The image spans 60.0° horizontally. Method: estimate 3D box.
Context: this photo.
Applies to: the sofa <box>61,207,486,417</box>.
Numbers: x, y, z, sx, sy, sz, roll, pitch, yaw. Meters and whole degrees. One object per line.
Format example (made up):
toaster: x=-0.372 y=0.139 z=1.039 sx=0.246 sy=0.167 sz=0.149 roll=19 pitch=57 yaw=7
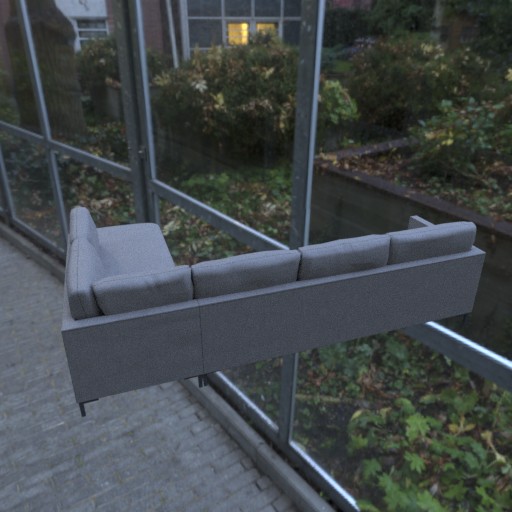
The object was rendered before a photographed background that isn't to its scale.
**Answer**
sofa: x=0.000 y=0.000 z=4.167 sx=3.331 sy=0.964 sz=2.077 roll=-9 pitch=28 yaw=-17
